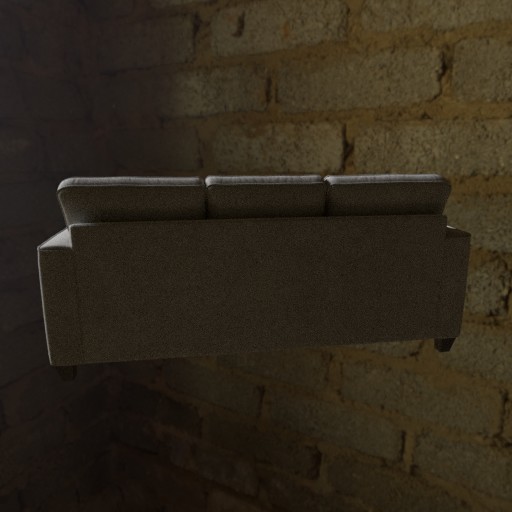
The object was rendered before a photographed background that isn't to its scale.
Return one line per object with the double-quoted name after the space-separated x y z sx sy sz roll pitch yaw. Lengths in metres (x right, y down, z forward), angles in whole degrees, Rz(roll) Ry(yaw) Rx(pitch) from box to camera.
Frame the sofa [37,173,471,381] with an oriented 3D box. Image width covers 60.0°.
0.000 0.000 2.587 2.133 0.965 0.939 -2 14 -9 "sofa"
